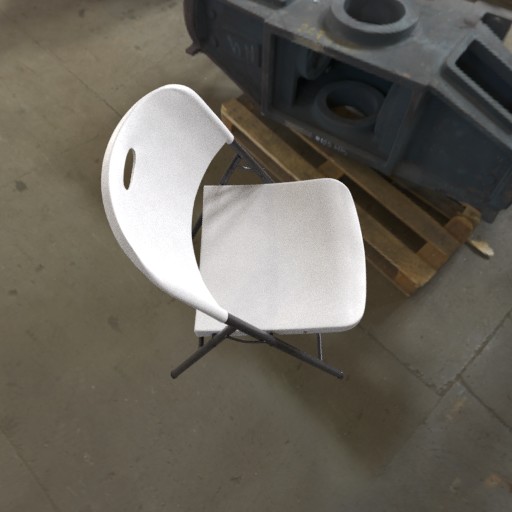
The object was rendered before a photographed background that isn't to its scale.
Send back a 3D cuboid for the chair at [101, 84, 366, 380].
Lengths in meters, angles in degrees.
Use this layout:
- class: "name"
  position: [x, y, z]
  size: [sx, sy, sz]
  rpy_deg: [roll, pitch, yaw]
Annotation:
- class: "chair"
  position: [0.000, 0.000, 1.174]
  size: [0.566, 0.810, 0.494]
  rpy_deg: [0, 64, 0]
